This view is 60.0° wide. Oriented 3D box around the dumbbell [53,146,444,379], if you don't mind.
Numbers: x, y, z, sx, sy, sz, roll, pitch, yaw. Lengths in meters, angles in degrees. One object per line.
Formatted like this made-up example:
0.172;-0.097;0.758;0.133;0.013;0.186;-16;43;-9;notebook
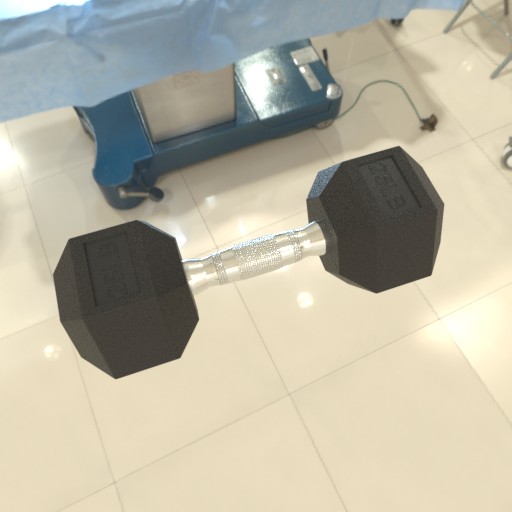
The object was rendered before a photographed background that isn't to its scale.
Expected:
0.000;0.000;0.383;0.315;0.113;0.129;-17;66;-8;dumbbell
